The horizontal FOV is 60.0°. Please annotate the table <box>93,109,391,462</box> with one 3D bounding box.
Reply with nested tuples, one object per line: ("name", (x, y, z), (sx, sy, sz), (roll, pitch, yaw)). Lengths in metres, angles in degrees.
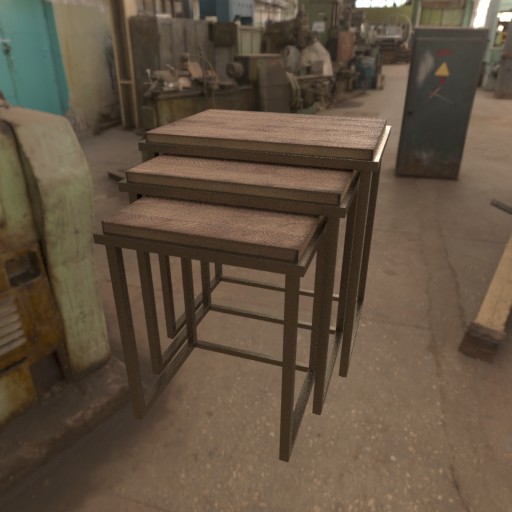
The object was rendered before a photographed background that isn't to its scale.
("table", (0.000, 0.000, 1.148), (0.559, 0.610, 0.706), (9, 28, 17))
